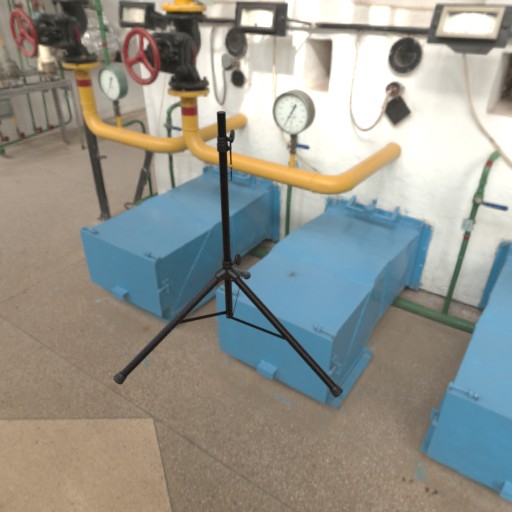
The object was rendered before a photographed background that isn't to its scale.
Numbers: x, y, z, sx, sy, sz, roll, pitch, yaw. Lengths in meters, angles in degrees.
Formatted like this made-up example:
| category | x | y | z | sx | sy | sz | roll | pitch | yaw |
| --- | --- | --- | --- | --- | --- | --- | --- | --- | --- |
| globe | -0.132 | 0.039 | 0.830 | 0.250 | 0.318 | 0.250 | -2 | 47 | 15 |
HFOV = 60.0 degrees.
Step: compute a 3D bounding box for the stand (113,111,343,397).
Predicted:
| category | x | y | z | sx | sy | sz | roll | pitch | yaw |
| --- | --- | --- | --- | --- | --- | --- | --- | --- | --- |
| stand | 0.000 | 0.000 | 1.852 | 0.907 | 1.136 | 1.045 | 21 | 37 | 30 |
